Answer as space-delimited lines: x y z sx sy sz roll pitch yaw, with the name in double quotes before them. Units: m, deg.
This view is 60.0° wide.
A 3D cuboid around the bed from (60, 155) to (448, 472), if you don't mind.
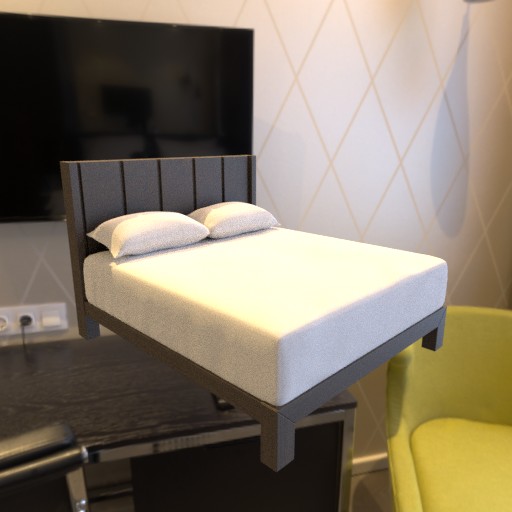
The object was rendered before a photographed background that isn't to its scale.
"bed" 0.000 0.000 3.048 1.735 1.261 1.992 -14 21 -43
